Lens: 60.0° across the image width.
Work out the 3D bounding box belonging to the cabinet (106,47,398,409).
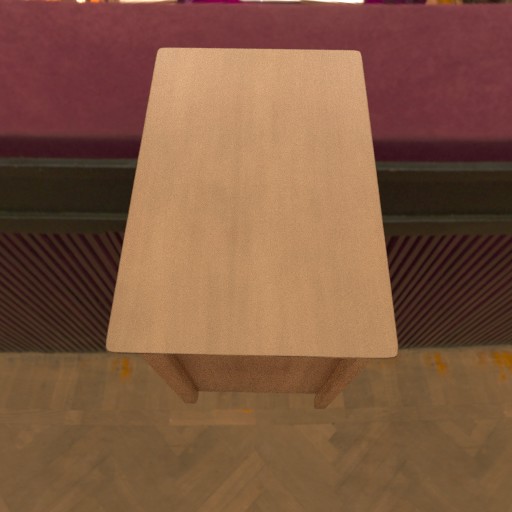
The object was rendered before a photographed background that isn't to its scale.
[{"bbox_3d":[0.000,0.000,1.262,0.503,0.762,0.763,1,63,1],"label":"cabinet"}]
